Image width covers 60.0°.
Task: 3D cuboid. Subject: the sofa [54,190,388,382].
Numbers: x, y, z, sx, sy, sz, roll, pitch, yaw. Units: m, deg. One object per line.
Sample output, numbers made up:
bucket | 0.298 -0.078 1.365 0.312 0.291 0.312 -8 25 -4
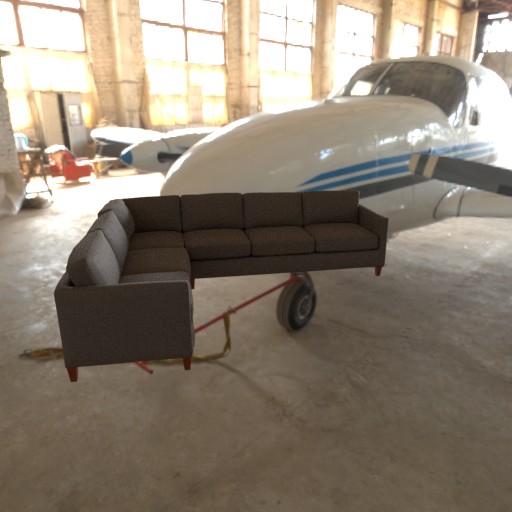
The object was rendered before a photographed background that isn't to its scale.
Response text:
sofa | 0.000 0.000 4.534 3.302 0.947 2.593 -3 19 -10
